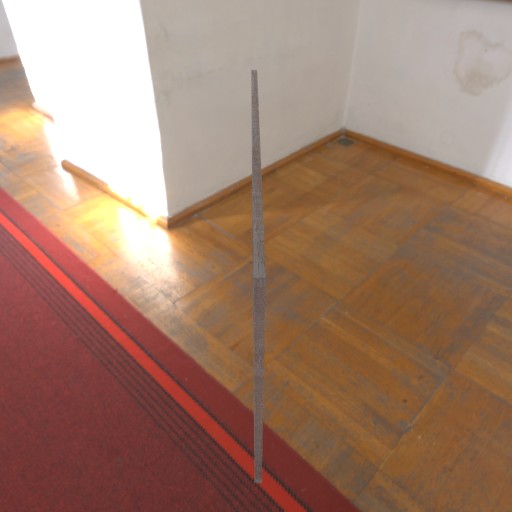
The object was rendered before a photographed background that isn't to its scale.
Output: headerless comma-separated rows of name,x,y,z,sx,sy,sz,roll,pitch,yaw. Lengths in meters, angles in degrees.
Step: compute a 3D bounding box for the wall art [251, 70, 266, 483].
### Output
wall art,0.000,0.000,1.350,0.019,0.774,1.012,0,41,-1
